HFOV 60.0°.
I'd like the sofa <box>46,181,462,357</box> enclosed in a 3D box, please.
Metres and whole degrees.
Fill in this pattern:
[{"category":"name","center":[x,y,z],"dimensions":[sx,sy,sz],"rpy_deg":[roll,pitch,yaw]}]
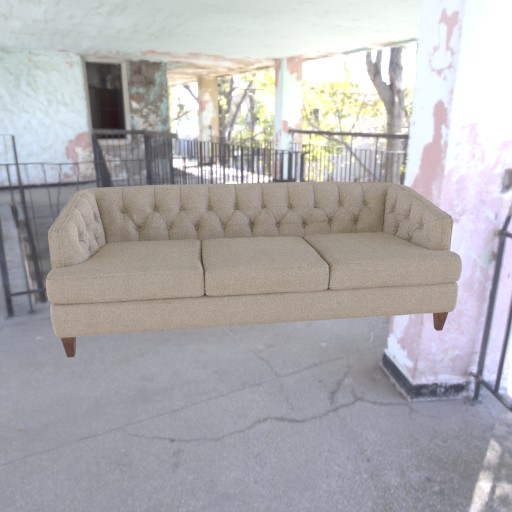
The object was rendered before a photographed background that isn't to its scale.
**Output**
[{"category":"sofa","center":[0.000,0.000,2.741],"dimensions":[2.235,0.788,0.913],"rpy_deg":[-3,17,-8]}]
